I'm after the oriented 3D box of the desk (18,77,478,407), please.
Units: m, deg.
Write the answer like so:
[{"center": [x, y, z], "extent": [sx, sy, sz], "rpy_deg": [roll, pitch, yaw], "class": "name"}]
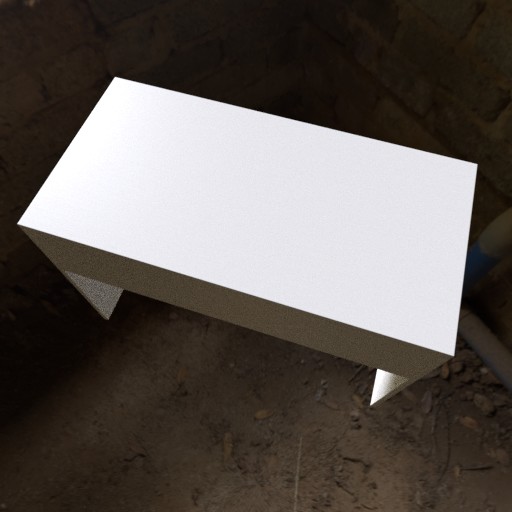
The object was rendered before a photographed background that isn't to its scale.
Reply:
[{"center": [0.000, 0.000, 1.499], "extent": [1.100, 0.730, 0.560], "rpy_deg": [16, 64, 8], "class": "desk"}]
